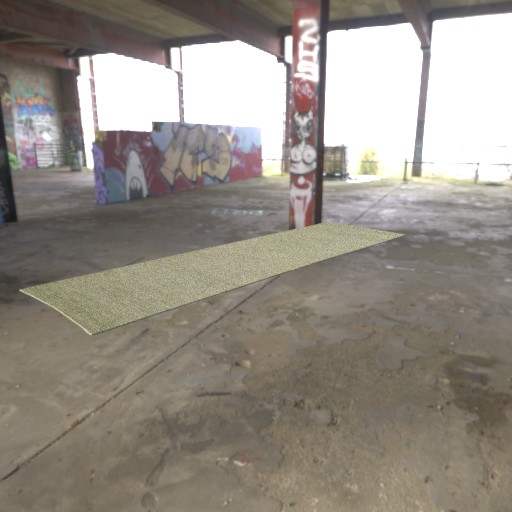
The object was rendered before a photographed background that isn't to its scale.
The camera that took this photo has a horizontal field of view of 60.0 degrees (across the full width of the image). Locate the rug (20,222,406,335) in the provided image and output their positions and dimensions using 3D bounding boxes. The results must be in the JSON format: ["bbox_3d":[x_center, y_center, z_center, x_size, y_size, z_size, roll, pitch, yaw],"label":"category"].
[{"bbox_3d":[0.000,0.000,2.566,0.686,0.013,2.340,14,21,43],"label":"rug"}]
